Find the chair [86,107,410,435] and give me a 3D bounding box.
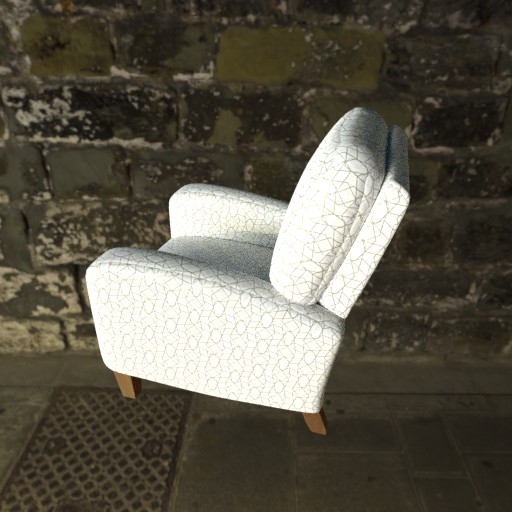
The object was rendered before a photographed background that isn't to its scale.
[{"bbox_3d":[0.000,0.000,1.719,0.995,1.064,0.796,8,31,14],"label":"chair"}]
